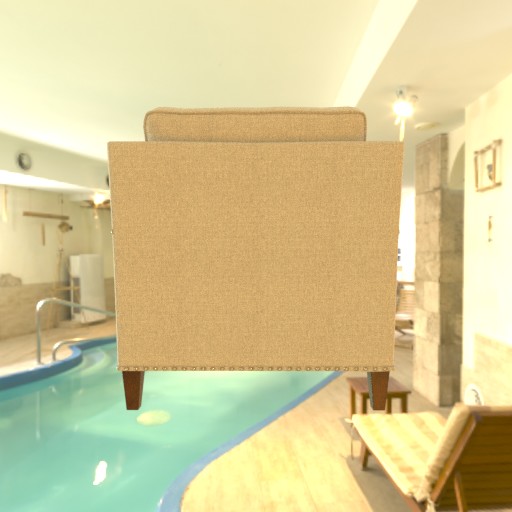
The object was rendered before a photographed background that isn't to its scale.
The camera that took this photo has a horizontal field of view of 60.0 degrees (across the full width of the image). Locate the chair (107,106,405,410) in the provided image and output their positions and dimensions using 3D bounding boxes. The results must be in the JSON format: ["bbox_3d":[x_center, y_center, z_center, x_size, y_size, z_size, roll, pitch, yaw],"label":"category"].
[{"bbox_3d":[0.000,0.000,1.753,0.853,0.943,1.014,0,1,0],"label":"chair"}]
